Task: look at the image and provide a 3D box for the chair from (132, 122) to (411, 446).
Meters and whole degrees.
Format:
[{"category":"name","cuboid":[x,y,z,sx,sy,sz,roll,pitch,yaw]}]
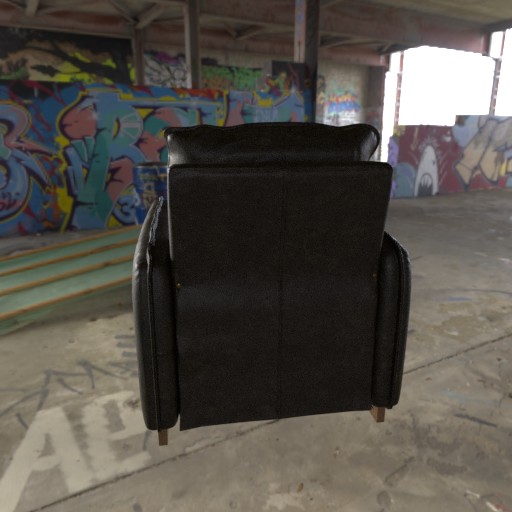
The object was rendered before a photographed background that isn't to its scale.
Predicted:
[{"category":"chair","cuboid":[0.000,0.000,1.612,0.830,0.921,0.921,-2,16,-9]}]
